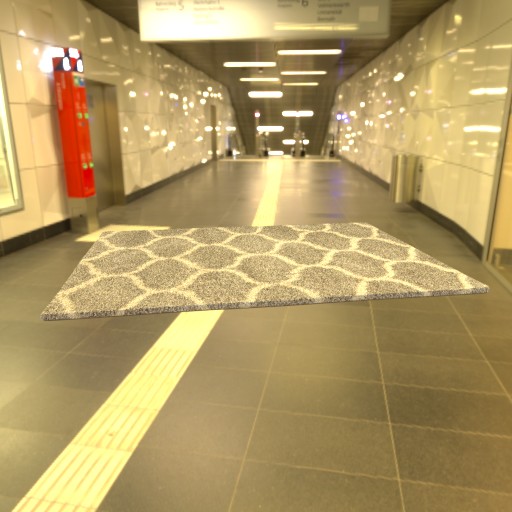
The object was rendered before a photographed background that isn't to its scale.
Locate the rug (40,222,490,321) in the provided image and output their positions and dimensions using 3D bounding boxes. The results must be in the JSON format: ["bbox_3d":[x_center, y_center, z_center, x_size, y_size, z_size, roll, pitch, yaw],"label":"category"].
[{"bbox_3d":[0.000,0.000,2.109,1.600,0.025,1.200,-3,17,-9],"label":"rug"}]
